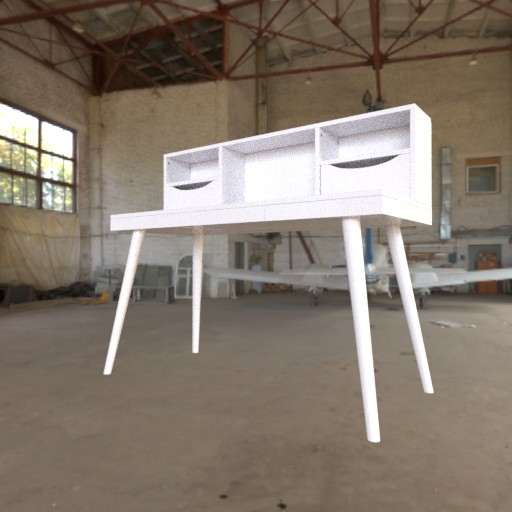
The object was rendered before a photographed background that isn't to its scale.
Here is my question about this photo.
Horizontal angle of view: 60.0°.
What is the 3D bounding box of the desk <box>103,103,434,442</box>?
[{"bbox_3d":[0.000,0.000,1.743,1.199,0.990,0.559,0,-1,36],"label":"desk"}]
